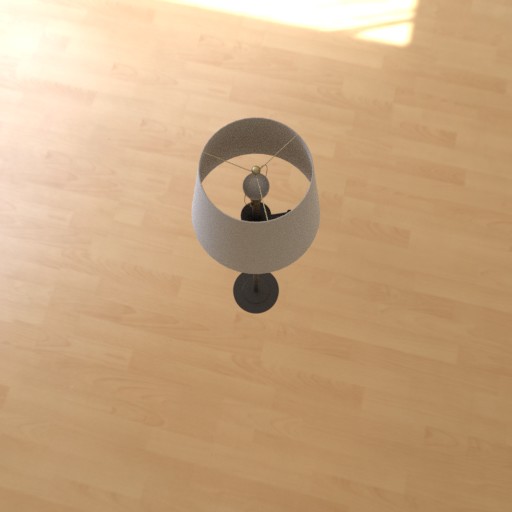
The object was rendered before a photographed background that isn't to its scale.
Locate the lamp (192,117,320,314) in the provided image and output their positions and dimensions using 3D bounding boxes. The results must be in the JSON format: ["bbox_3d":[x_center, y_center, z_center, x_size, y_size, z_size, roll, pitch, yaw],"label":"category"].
[{"bbox_3d":[0.000,0.000,1.659,0.348,1.473,0.348,-11,76,-3],"label":"lamp"}]
